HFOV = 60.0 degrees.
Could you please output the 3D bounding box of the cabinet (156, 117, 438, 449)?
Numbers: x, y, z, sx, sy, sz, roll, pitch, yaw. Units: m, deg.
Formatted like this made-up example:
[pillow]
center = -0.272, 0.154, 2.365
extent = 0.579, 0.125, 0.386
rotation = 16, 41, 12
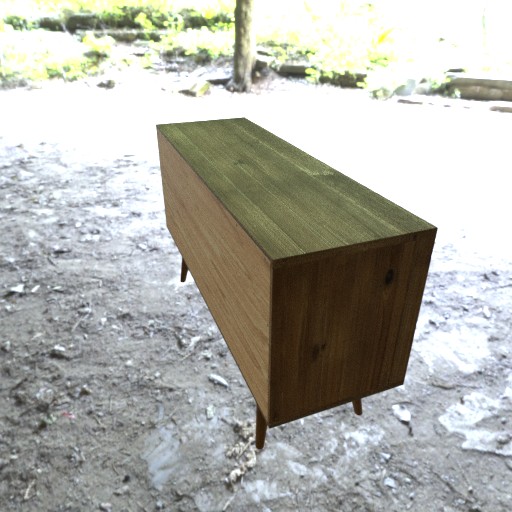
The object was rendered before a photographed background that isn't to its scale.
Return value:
[cabinet]
center = 0.000, 0.000, 1.800
extent = 0.472, 0.800, 1.400
rotation = -11, 31, -19
